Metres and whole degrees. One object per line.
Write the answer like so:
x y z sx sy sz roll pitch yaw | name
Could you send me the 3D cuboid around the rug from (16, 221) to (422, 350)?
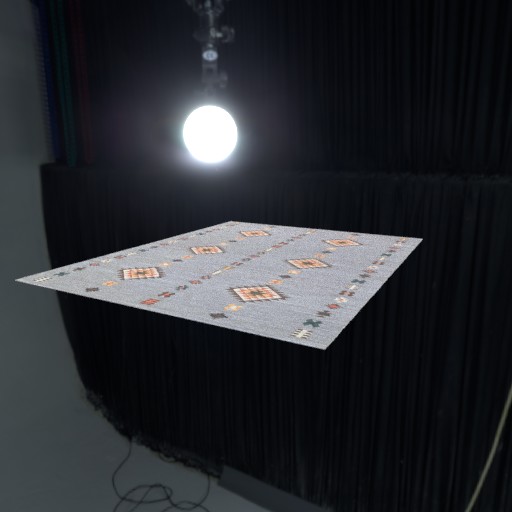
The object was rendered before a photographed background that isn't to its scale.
0.000 0.000 4.023 2.425 0.008 3.035 7 16 28 | rug
